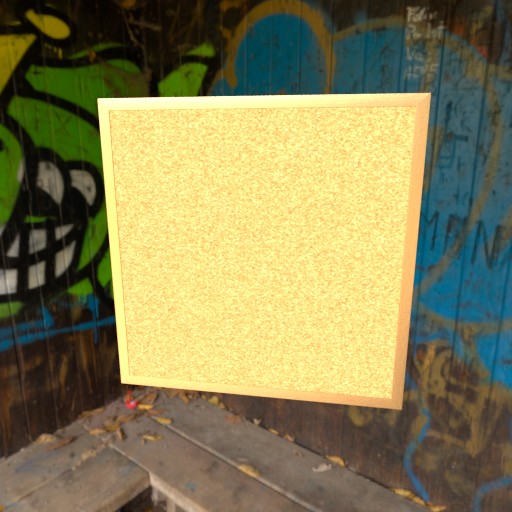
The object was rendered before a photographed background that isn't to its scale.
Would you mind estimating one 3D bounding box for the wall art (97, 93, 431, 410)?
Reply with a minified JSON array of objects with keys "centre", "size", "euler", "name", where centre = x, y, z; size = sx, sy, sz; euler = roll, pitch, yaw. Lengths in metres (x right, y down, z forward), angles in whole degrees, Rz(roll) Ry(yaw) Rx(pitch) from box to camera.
[{"centre":[0.000,0.000,0.750],"size":[0.510,0.509,0.037],"euler":[2,15,9],"name":"wall art"}]
